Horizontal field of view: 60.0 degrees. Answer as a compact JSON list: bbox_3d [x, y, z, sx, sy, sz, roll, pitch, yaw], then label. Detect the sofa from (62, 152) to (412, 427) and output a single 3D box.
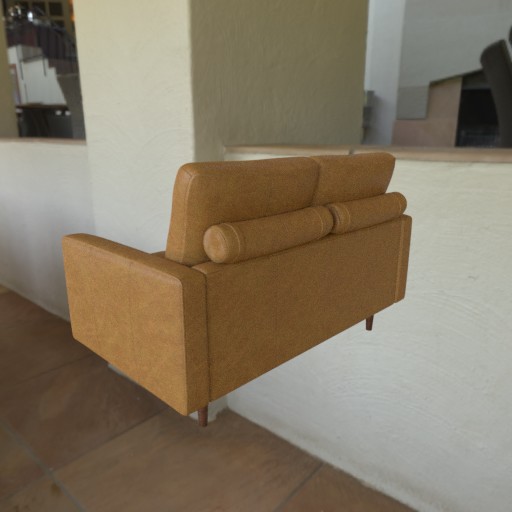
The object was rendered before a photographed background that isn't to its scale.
[{"bbox_3d":[0.000,0.000,1.998,0.868,0.898,1.430,15,21,43],"label":"sofa"}]
